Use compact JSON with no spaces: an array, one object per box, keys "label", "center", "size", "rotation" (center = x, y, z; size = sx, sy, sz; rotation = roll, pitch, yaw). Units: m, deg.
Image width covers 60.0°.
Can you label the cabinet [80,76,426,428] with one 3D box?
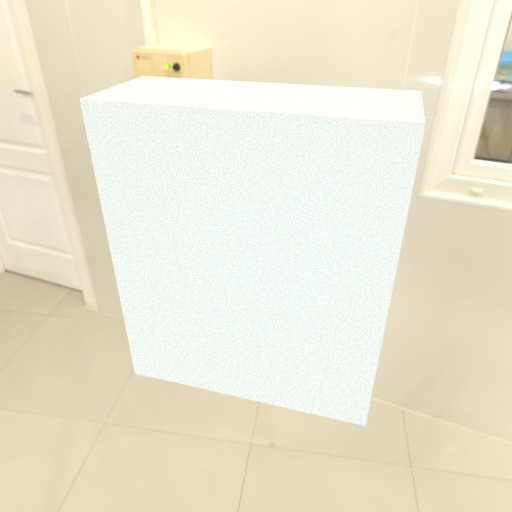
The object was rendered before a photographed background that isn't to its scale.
[{"label":"cabinet","center":[0.000,0.000,1.705],"size":[1.000,1.190,0.400],"rotation":[9,33,13]}]
